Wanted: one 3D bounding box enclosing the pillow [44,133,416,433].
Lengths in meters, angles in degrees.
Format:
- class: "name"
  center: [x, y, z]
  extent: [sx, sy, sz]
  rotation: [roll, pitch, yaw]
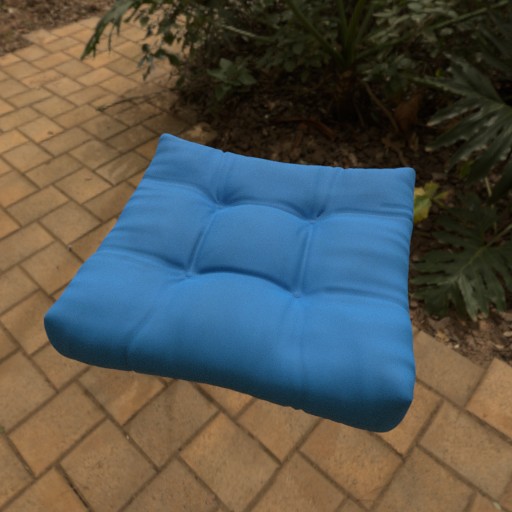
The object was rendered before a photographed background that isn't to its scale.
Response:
- class: "pillow"
  center: [0.000, 0.000, 0.713]
  extent: [0.490, 0.128, 0.468]
  rotation: [10, 49, 9]
